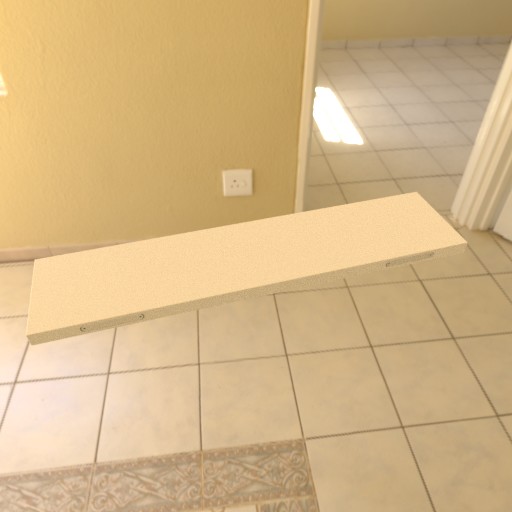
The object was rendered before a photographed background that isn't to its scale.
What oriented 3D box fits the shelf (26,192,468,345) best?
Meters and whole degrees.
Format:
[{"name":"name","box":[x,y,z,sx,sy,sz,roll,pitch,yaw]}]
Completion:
[{"name":"shelf","box":[0.000,0.000,0.645,0.610,0.020,0.140,-11,43,-12]}]
